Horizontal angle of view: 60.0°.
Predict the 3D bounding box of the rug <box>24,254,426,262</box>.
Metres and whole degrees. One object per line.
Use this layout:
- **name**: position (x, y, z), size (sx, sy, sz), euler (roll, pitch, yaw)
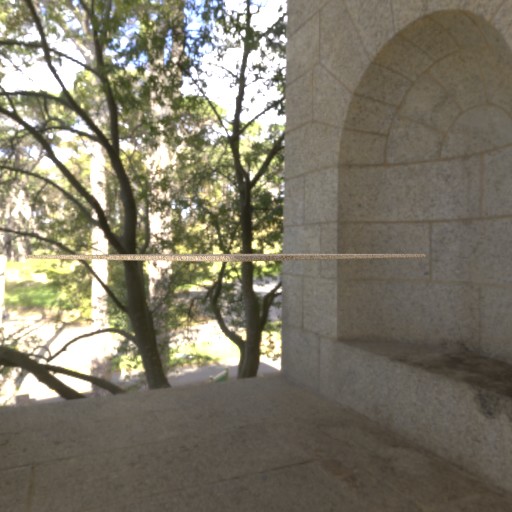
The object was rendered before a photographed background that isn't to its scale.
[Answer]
- **rug**: position (0.000, 0.000, 3.420), size (1.801, 0.024, 2.700), euler (0, 1, 37)
